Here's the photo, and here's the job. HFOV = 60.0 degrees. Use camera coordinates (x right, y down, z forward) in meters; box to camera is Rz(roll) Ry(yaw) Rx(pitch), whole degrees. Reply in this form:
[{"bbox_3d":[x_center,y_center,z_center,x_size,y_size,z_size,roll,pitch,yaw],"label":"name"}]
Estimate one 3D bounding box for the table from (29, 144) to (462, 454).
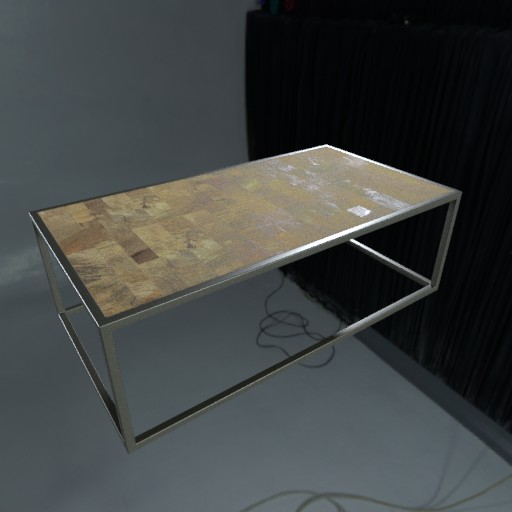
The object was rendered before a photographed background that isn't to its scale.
[{"bbox_3d":[0.000,0.000,1.486,1.199,0.398,0.649,-20,36,-30],"label":"table"}]
